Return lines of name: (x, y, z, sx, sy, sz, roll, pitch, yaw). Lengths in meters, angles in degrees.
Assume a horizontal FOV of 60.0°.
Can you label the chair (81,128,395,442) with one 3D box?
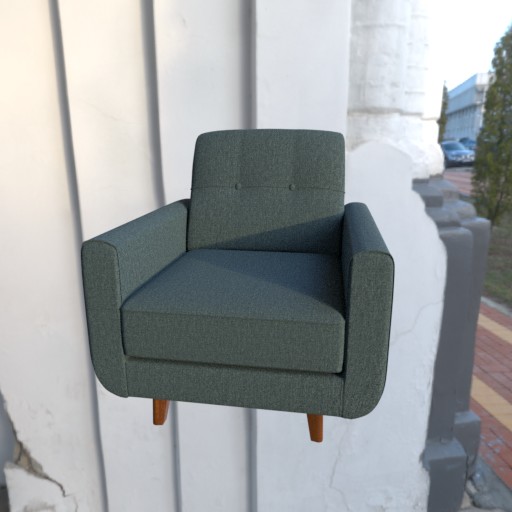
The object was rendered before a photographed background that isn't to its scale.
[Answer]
chair: (0.000, 0.000, 1.675, 0.880, 0.940, 0.964, 2, 15, 9)
